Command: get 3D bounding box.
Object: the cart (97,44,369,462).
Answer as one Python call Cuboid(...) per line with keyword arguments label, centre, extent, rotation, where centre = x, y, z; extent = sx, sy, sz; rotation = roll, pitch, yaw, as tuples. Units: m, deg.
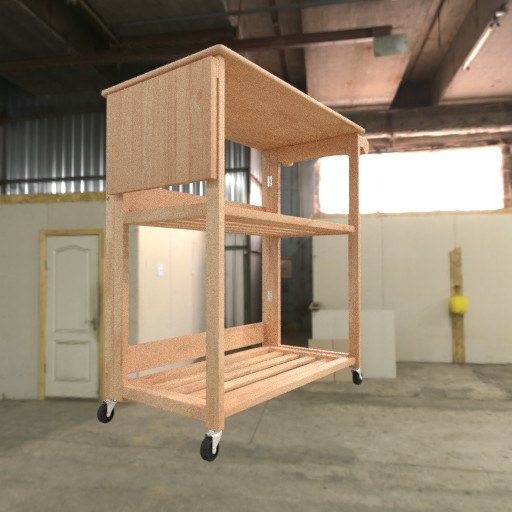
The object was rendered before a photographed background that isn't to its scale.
Cuboid(label="cart", centre=(0.000, 0.000, 1.377), extent=(0.432, 0.879, 0.853), rotation=(-1, -1, 37))
